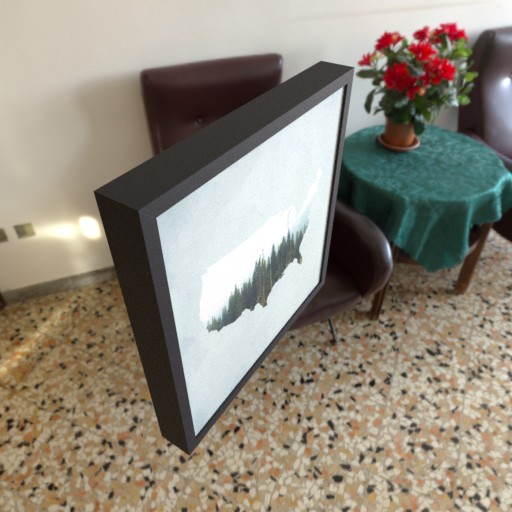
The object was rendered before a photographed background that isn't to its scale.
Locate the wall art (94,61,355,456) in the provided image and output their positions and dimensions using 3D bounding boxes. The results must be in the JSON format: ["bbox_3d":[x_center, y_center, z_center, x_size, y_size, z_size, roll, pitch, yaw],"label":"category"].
[{"bbox_3d":[0.000,0.000,0.459,0.038,0.304,0.304,23,46,25],"label":"wall art"}]
